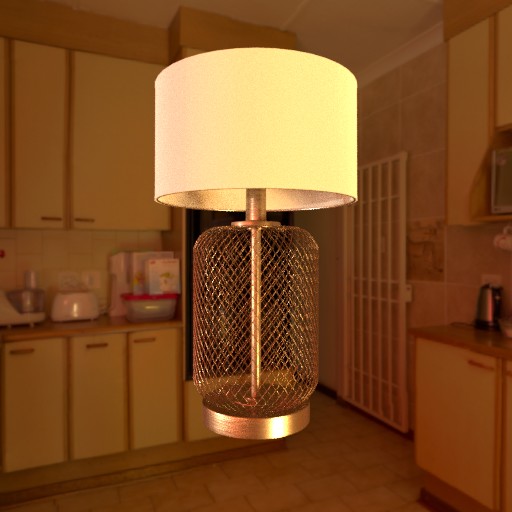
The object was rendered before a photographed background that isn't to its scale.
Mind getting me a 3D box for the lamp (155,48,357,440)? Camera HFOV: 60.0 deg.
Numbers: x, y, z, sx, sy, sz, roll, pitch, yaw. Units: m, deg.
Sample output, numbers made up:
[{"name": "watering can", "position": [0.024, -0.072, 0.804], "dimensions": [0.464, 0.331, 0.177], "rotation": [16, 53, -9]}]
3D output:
[{"name": "lamp", "position": [0.000, 0.000, 0.791], "dimensions": [0.353, 0.578, 0.353], "rotation": [0, 0, 0]}]
